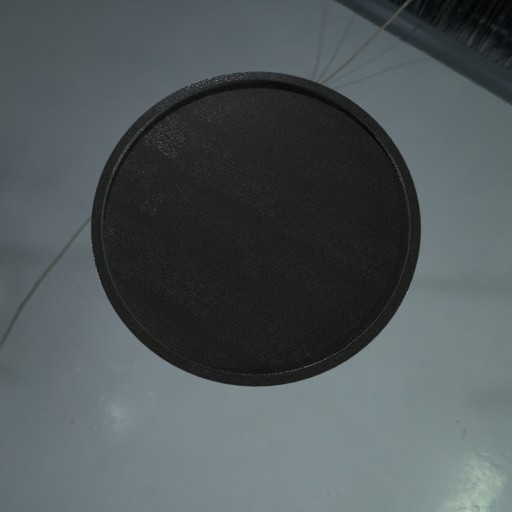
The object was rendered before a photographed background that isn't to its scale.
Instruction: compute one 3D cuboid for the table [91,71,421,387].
[{"bbox_3d":[0.000,0.000,0.931,0.500,0.531,0.500,0,77,0],"label":"table"}]
